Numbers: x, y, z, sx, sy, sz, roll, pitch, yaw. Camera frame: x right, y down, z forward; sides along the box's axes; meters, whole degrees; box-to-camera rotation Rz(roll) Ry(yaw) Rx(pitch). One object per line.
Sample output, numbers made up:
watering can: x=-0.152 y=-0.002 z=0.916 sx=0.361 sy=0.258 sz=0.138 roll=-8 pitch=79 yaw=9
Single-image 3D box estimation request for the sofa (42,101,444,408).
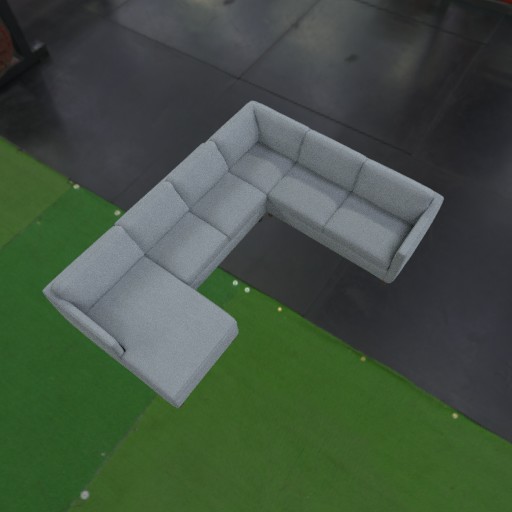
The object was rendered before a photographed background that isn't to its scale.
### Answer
sofa: x=0.000 y=0.000 z=4.546 sx=2.551 sy=0.853 sz=3.238 roll=32 pitch=65 yaw=18
